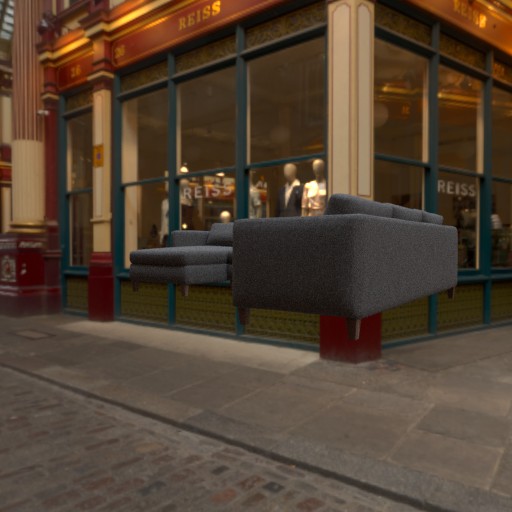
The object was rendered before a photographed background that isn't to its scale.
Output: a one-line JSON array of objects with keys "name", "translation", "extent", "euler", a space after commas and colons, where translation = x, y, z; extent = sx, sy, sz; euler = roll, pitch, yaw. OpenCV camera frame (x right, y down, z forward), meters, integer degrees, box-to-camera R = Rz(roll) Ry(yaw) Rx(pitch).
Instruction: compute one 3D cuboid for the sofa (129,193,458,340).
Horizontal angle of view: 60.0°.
[{"name": "sofa", "translation": [0.000, 0.000, 4.393], "extent": [3.238, 0.853, 2.551], "euler": [1, 2, 36]}]
